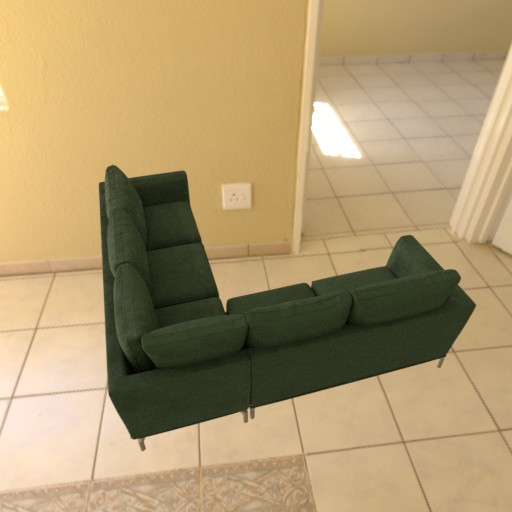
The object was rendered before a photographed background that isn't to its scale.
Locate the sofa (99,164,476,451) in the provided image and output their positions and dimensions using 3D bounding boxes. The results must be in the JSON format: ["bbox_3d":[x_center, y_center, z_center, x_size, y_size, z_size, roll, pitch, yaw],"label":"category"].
[{"bbox_3d":[0.000,0.000,3.823,2.468,1.004,2.452,-11,41,-12],"label":"sofa"}]
